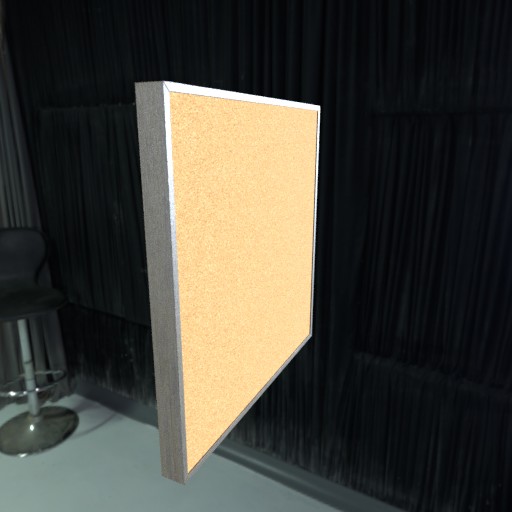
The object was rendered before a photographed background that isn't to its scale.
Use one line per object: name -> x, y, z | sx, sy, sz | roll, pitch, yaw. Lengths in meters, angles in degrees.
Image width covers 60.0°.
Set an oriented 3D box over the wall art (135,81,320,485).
wall art -> 0.000, 0.000, 0.753 | 0.037, 0.507, 0.507 | 8, 17, 25
